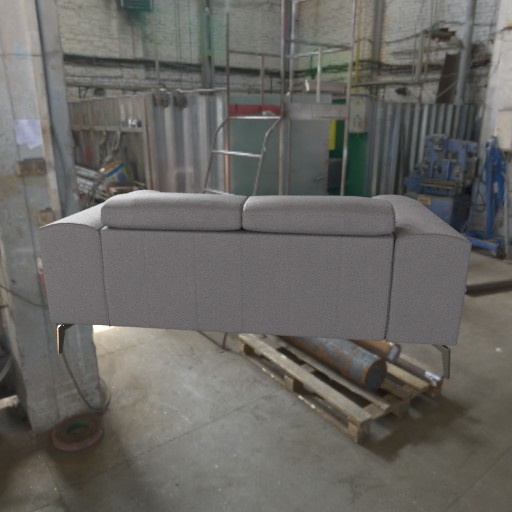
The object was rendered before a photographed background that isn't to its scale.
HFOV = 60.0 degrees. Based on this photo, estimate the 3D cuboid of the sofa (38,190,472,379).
[{"bbox_3d":[0.000,0.000,2.409,1.895,0.779,1.003,2,17,7],"label":"sofa"}]
